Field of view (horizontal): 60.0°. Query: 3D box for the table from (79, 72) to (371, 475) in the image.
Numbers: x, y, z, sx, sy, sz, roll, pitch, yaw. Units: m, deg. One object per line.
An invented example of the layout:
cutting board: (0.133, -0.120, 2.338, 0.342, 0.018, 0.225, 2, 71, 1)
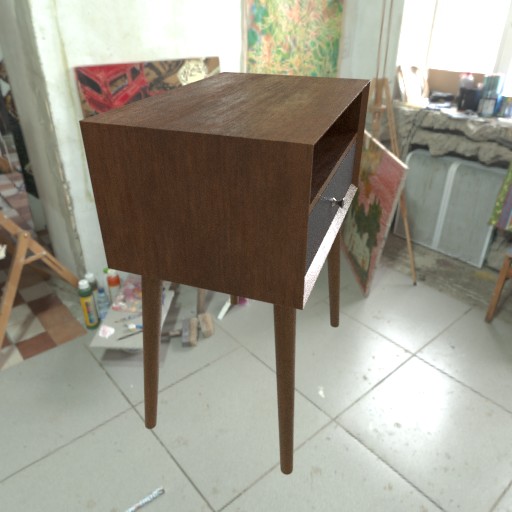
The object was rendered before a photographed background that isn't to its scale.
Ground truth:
table: (0.000, 0.000, 0.841, 0.307, 0.580, 0.454, 10, 32, 17)
